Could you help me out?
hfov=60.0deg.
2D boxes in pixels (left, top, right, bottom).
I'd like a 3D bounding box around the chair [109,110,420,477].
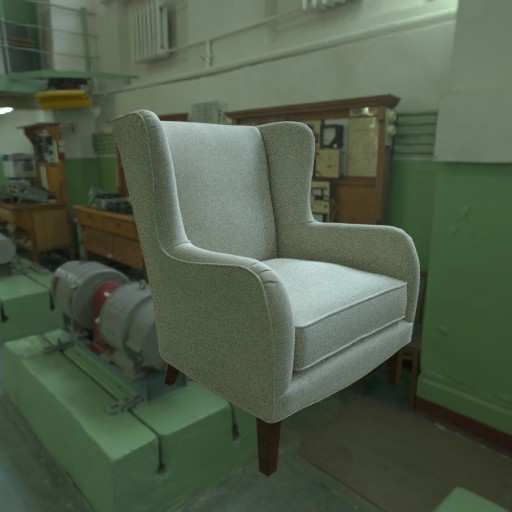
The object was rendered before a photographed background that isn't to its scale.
[{"bbox_3d":[0.000,0.000,1.696,0.838,1.040,0.966,-12,18,-43],"label":"chair"}]
